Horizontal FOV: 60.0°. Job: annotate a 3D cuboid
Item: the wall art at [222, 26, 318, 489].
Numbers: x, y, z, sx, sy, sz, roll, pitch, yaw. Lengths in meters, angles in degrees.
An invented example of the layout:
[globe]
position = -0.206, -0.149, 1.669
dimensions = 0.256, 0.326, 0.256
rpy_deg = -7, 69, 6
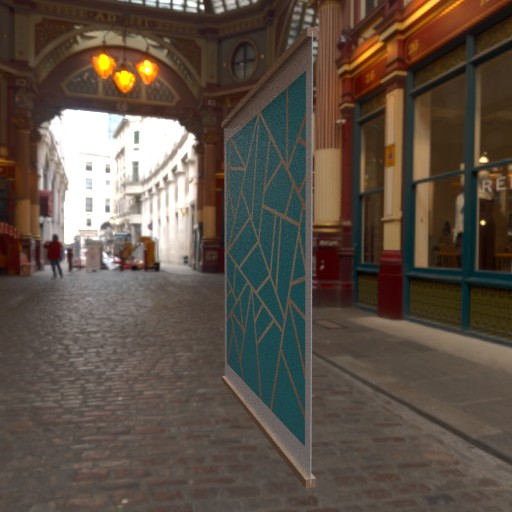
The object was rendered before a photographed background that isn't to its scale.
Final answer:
[wall art]
position = 0.000, 0.000, 0.681
dimensions = 0.012, 0.508, 0.405
rpy_deg = -1, 2, -18
